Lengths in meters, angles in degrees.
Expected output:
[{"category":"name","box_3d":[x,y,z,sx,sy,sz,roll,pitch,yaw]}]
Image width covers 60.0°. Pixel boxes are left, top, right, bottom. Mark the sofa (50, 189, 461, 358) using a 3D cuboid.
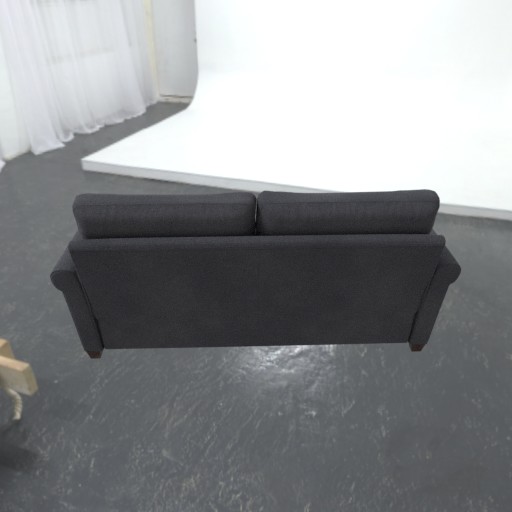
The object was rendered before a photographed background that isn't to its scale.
[{"category":"sofa","box_3d":[0.000,0.000,2.410,1.935,0.942,0.842,-1,30,-2]}]
